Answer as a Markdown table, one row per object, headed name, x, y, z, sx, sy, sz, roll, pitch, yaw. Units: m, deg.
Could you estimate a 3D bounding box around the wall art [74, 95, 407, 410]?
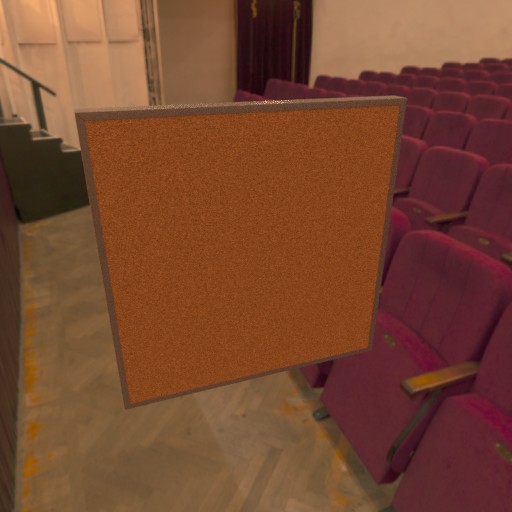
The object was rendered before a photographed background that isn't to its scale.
| name | x | y | z | sx | sy | sz | roll | pitch | yaw |
| --- | --- | --- | --- | --- | --- | --- | --- | --- | --- |
| wall art | 0.000 | 0.000 | 0.530 | 0.349 | 0.349 | 0.028 | -9 | 27 | -18 |
